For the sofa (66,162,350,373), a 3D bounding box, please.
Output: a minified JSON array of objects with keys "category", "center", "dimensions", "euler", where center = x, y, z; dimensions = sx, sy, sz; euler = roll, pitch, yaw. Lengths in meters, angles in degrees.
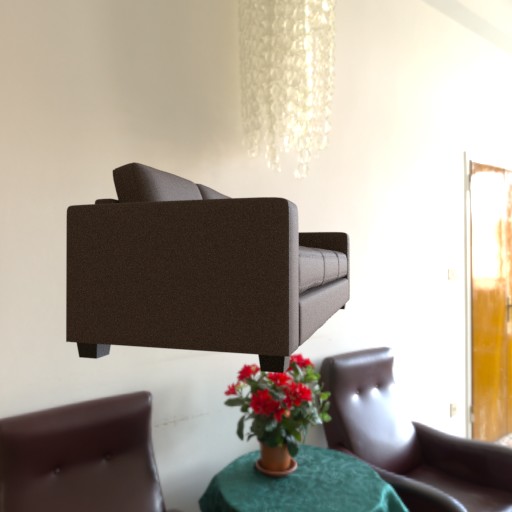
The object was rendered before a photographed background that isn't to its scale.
[{"category":"sofa","center":[0.000,0.000,2.598],"dimensions":[0.900,0.806,2.160],"euler":[0,0,17]}]
